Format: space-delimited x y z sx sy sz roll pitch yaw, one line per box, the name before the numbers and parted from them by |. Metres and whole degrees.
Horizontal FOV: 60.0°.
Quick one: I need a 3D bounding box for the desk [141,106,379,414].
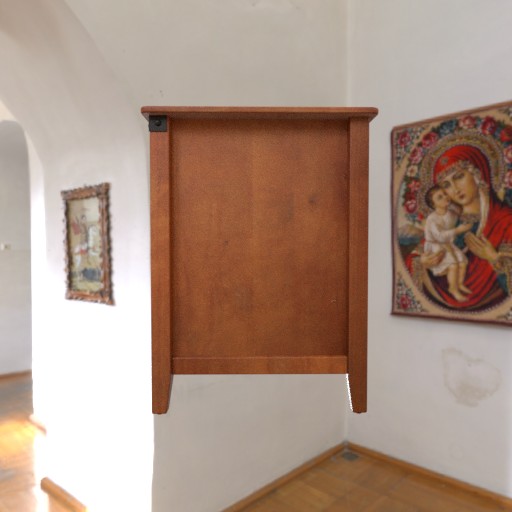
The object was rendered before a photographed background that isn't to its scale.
desk | 0.000 0.000 1.741 0.574 0.756 1.353 0 2 -1
